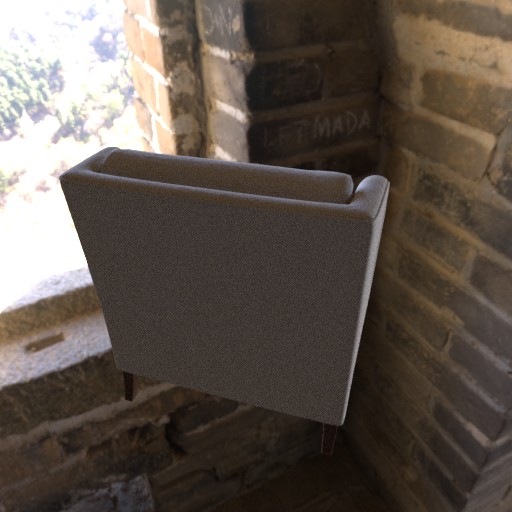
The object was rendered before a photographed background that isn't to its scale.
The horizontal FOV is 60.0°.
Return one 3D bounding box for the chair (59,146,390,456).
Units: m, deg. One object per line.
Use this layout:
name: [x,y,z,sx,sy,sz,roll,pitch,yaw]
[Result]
chair: [0.000,0.000,1.864,0.982,1.056,1.040,10,33,15]
